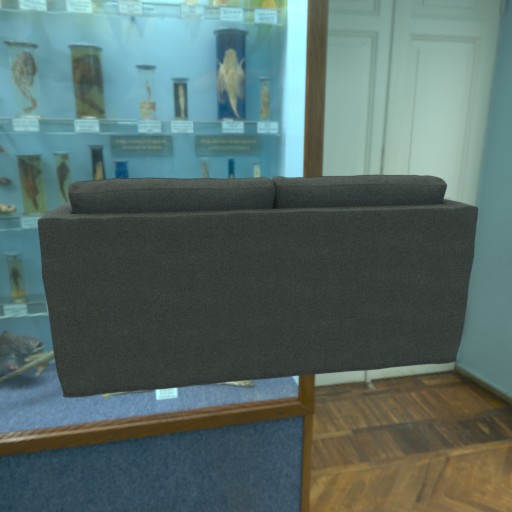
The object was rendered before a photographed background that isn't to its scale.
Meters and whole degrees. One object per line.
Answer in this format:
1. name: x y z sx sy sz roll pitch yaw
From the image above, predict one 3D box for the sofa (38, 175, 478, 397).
1. sofa: 0.000 0.000 2.259 1.802 0.854 0.974 -3 15 -10
